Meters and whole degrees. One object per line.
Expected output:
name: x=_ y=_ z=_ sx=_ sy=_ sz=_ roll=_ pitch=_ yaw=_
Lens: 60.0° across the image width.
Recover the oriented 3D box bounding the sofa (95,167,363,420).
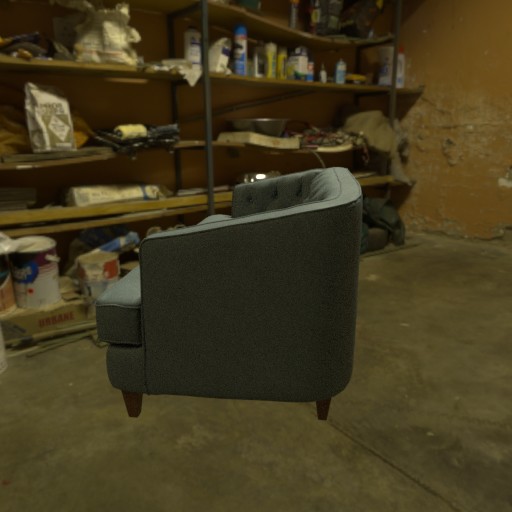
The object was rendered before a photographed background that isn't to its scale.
sofa: x=0.000 y=0.000 z=2.281 sx=0.941 sy=0.855 sz=1.733 roll=2 pitch=15 yaw=8
